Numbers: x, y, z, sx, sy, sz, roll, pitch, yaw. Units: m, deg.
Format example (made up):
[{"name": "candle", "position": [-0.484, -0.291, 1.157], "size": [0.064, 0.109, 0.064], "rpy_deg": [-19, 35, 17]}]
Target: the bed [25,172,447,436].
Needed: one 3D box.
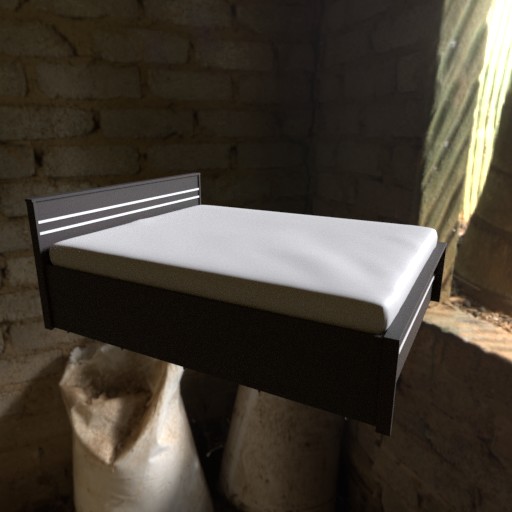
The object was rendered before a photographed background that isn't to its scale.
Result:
[{"name": "bed", "position": [0.000, 0.000, 2.842], "size": [2.103, 0.808, 1.634], "rpy_deg": [9, 19, 27]}]
